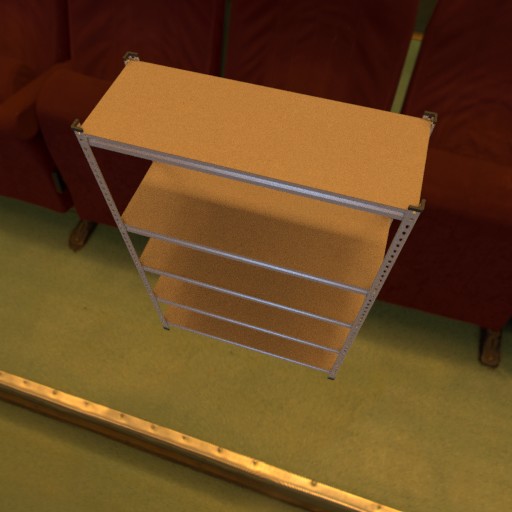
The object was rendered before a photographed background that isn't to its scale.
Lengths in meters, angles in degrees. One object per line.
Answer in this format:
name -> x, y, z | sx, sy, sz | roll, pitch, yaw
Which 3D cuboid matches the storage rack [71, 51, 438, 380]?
storage rack -> 0.000, 0.000, 2.341 | 1.219, 1.829, 0.457 | 15, 60, 9
